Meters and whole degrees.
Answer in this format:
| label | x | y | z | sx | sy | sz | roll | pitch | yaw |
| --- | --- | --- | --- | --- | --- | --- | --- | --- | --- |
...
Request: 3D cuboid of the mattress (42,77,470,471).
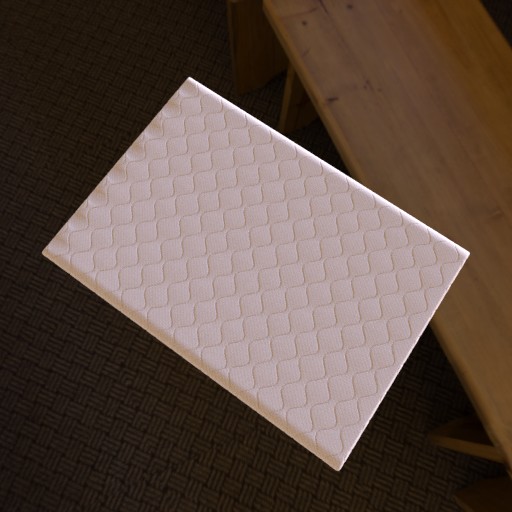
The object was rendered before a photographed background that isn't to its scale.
| label | x | y | z | sx | sy | sz | roll | pitch | yaw |
| --- | --- | --- | --- | --- | --- | --- | --- | --- | --- |
| mattress | 0.000 | 0.000 | 2.574 | 2.000 | 0.200 | 1.400 | 34 | 79 | 8 |
